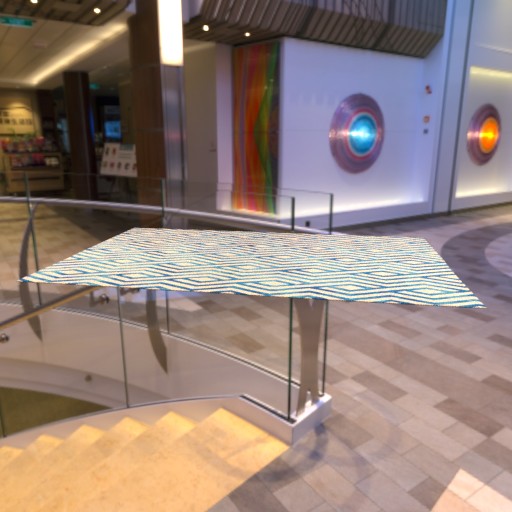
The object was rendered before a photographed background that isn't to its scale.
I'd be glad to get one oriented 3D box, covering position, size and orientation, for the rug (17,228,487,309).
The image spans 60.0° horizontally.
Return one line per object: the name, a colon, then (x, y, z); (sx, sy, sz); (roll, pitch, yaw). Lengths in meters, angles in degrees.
rug: (0.000, 0.000, 2.986); (2.439, 0.008, 1.531); (2, 15, 9)
